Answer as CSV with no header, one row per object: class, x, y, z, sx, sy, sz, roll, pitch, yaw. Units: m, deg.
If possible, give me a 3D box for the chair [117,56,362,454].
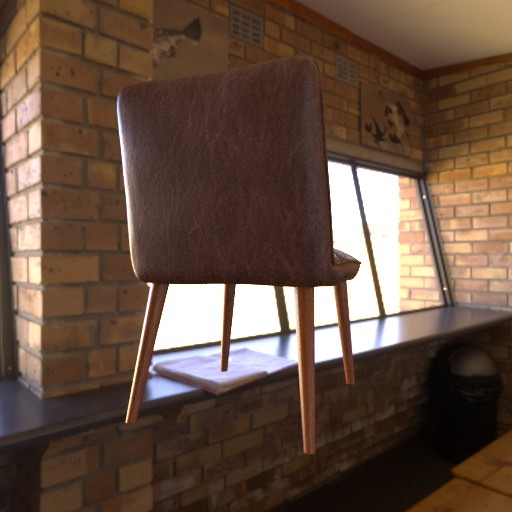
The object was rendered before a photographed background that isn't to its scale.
chair,0.000,0.000,1.223,0.543,0.803,0.645,0,0,17
